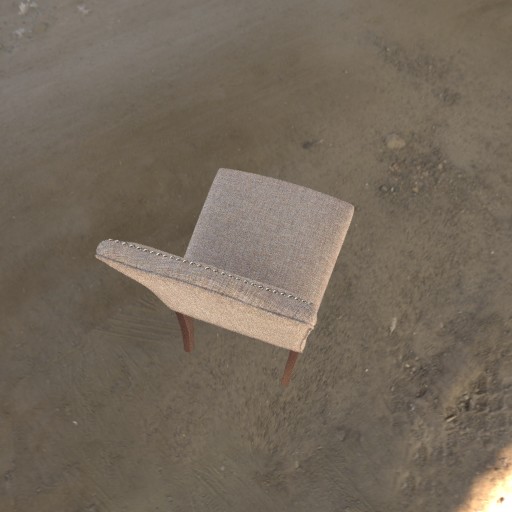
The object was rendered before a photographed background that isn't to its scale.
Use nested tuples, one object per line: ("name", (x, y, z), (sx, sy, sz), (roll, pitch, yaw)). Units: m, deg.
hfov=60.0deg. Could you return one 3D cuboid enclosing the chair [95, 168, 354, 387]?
("chair", (0.000, 0.000, 1.362), (0.513, 1.016, 0.660), (17, 65, 8))
